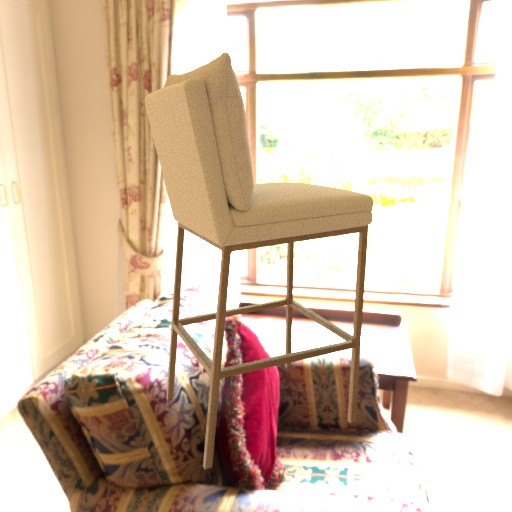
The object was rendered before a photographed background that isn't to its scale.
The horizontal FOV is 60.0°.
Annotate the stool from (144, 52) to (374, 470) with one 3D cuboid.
[{"bbox_3d":[0.000,0.000,1.434,0.572,1.125,0.463,-7,16,-26],"label":"stool"}]
